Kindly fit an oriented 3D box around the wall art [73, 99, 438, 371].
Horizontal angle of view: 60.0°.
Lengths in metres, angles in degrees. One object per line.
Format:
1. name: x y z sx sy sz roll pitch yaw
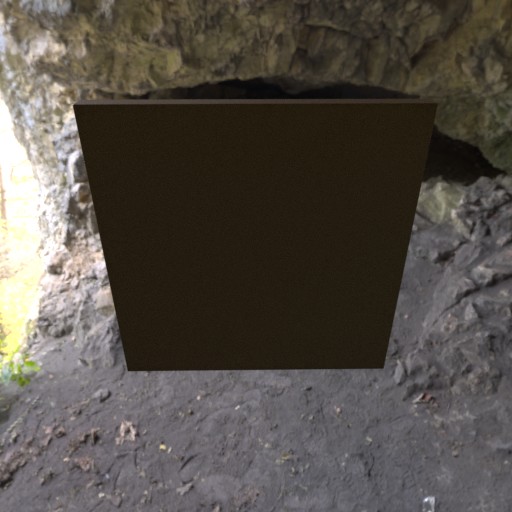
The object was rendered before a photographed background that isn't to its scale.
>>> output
1. wall art: 0.000 0.000 0.752 0.503 0.506 0.030 0 31 -1
